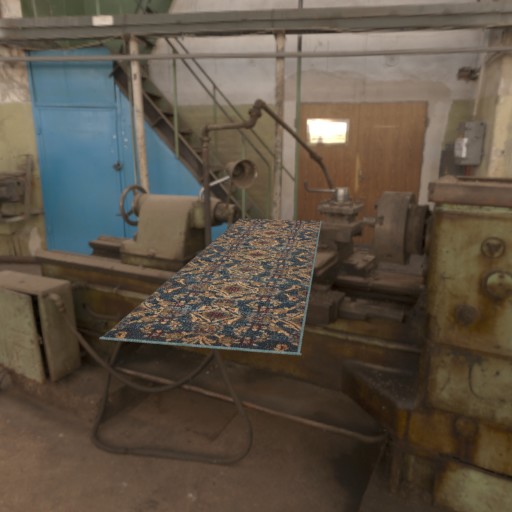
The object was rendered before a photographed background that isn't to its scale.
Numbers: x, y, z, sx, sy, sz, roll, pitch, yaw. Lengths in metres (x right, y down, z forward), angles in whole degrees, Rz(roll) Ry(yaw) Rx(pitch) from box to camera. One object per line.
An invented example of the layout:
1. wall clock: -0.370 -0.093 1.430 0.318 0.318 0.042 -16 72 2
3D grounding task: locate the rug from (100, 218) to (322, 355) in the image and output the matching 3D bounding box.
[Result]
1. rug: 0.000 0.000 2.538 0.685 0.014 2.292 3 15 9
